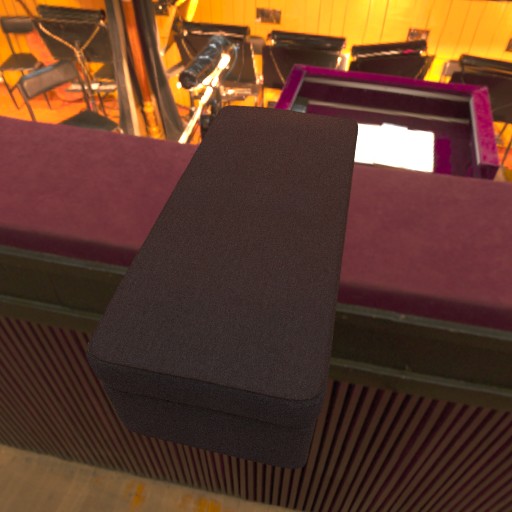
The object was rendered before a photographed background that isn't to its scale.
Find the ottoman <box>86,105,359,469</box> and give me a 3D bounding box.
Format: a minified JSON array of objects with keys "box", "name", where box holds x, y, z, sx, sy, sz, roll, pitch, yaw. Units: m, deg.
[{"box":[0.000,0.000,1.385,0.515,0.460,1.110,9,47,9],"name":"ottoman"}]
